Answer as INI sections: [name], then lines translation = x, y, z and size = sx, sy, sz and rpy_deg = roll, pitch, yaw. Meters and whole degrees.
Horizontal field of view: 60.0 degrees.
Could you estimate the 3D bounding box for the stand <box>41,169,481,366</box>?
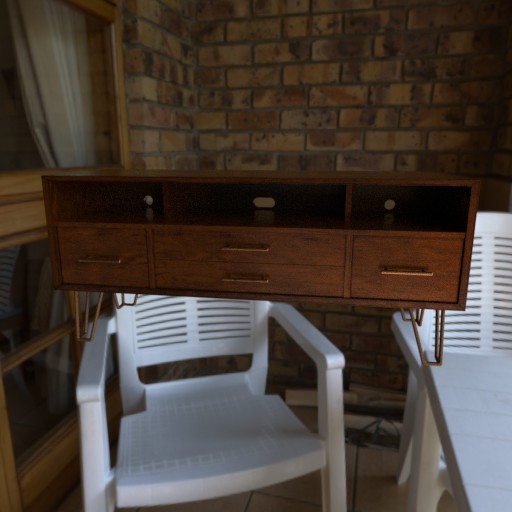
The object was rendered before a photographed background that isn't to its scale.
[stand]
translation = 0.000, 0.000, 1.662
size = 1.372, 0.610, 0.481
rpy_deg = 2, 14, 9
